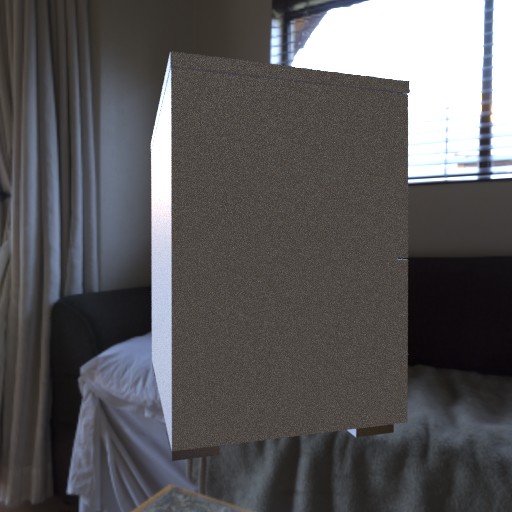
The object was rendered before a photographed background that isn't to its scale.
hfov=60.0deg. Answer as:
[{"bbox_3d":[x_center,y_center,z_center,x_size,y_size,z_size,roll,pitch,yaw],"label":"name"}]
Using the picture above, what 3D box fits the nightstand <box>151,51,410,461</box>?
[{"bbox_3d":[0.000,0.000,0.752,0.325,0.460,0.441,0,1,-16],"label":"nightstand"}]
